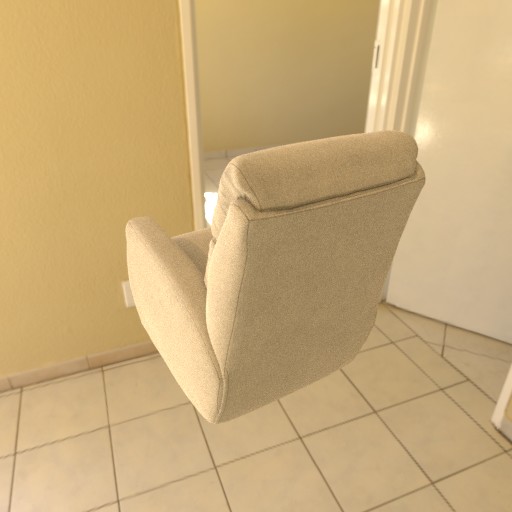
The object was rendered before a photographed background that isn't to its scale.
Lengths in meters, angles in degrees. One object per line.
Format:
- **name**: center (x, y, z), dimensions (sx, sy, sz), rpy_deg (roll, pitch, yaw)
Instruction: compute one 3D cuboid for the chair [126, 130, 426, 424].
- **chair**: center (0.000, 0.000, 1.683), dimensions (0.794, 1.021, 0.940), rpy_deg (-16, 33, -27)
